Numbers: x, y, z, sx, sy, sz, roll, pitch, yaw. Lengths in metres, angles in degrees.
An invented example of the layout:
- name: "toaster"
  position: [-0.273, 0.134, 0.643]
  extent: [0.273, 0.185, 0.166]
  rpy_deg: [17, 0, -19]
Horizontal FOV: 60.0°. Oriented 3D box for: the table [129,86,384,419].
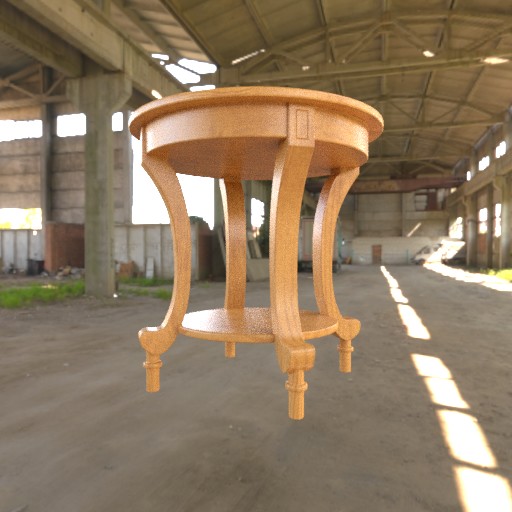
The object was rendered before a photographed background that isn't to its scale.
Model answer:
- name: "table"
  position: [0.000, 0.000, 1.086]
  extent: [0.597, 0.612, 0.597]
  rpy_deg: [0, 1, 0]
